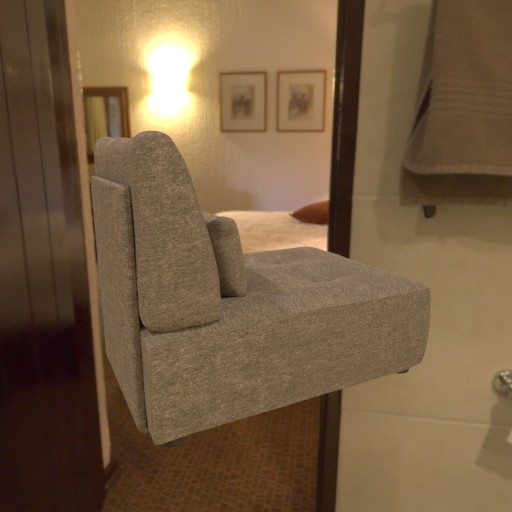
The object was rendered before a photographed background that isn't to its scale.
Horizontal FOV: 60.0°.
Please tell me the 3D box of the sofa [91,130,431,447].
[{"bbox_3d":[0.000,0.000,1.568,1.000,0.820,0.700,-7,15,-26],"label":"sofa"}]
